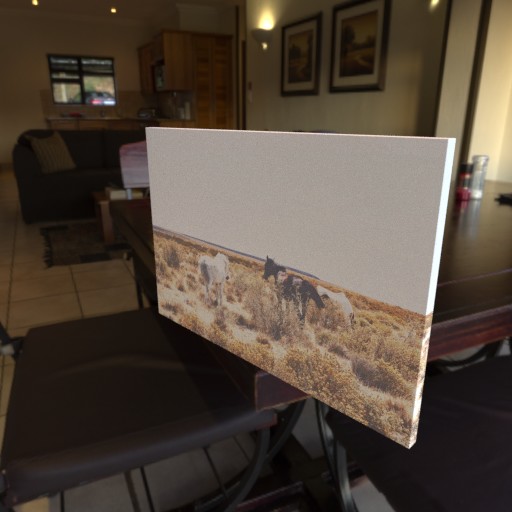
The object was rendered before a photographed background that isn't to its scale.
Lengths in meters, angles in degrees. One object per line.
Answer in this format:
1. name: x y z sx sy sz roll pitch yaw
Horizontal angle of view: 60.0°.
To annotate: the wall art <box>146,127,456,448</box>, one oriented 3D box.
1. wall art: 0.000 0.000 1.876 0.051 1.016 1.520 -17 24 -42
